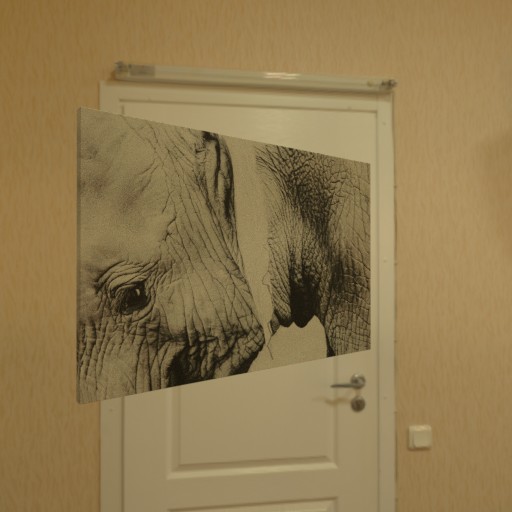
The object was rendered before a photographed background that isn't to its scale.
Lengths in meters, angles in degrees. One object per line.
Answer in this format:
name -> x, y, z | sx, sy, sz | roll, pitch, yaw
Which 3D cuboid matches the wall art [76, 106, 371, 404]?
wall art -> 0.000, 0.000, 1.481 | 1.141, 0.758, 0.035 | 0, 0, -37
